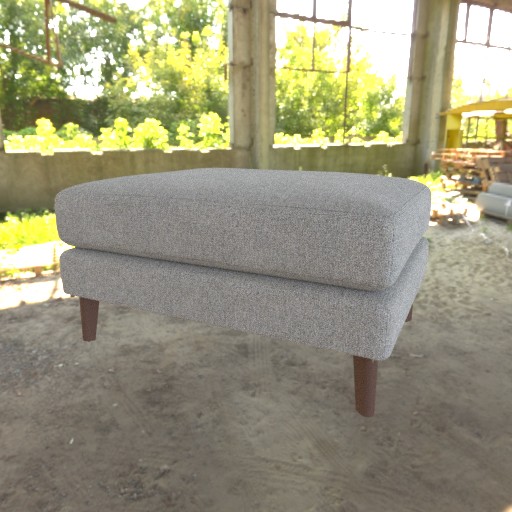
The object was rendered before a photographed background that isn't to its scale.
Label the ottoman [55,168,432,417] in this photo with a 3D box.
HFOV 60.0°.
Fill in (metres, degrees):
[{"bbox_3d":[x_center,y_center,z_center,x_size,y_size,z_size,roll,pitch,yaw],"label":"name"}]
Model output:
[{"bbox_3d":[0.000,0.000,1.197,0.821,0.441,0.611,7,17,25],"label":"ottoman"}]
